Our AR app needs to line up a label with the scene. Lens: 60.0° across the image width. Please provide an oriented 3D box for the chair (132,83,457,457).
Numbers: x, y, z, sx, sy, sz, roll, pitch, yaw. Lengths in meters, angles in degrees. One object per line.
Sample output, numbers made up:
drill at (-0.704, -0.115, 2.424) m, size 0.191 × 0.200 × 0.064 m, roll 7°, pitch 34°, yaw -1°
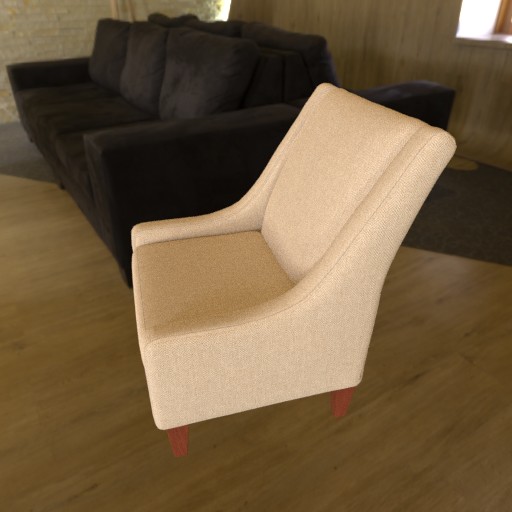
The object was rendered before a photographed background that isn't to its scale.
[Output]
chair at (0.000, 0.000, 1.572) m, size 0.870 × 1.014 × 0.774 m, roll -8°, pitch 32°, yaw -14°
